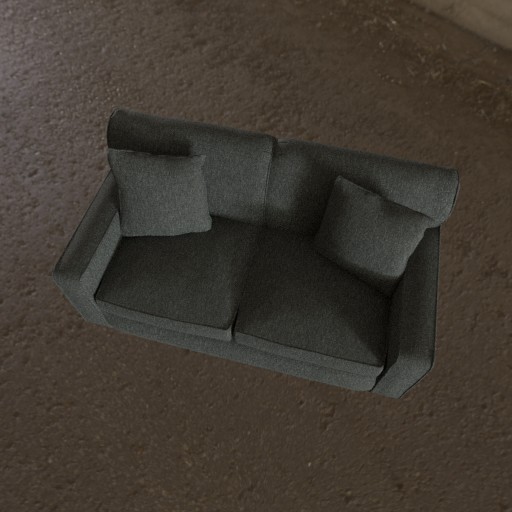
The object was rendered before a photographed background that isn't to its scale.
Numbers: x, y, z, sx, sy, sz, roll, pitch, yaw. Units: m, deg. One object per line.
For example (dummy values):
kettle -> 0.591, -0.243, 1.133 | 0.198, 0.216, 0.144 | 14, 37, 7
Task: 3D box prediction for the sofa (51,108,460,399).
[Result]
sofa -> 0.000, 0.000, 2.400 | 1.846, 0.958, 0.998 | 12, 59, 8
